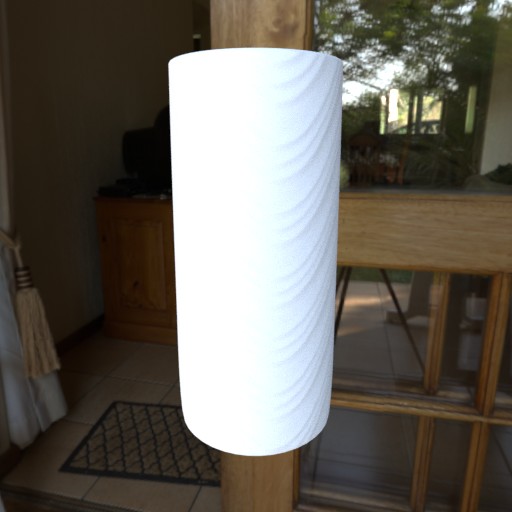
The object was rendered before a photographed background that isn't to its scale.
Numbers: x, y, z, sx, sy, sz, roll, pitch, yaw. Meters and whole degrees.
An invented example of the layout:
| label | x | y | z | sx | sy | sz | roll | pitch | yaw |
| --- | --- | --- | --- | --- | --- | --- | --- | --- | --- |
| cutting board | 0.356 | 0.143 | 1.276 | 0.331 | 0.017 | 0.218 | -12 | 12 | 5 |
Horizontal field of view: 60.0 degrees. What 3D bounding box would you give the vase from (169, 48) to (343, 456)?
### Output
| label | x | y | z | sx | sy | sz | roll | pitch | yaw |
| --- | --- | --- | --- | --- | --- | --- | --- | --- | --- |
| vase | 0.000 | 0.000 | 0.394 | 0.143 | 0.316 | 0.143 | 0 | 14 | 0 |
